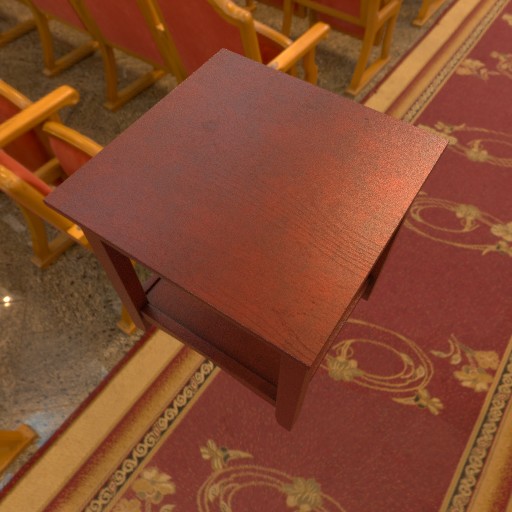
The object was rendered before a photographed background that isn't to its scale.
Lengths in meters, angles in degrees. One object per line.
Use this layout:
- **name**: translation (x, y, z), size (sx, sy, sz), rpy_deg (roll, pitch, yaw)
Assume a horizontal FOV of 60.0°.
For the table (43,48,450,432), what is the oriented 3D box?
- **table**: translation (0.000, 0.000, 0.990), size (0.523, 0.558, 0.522), rpy_deg (32, 63, 18)
